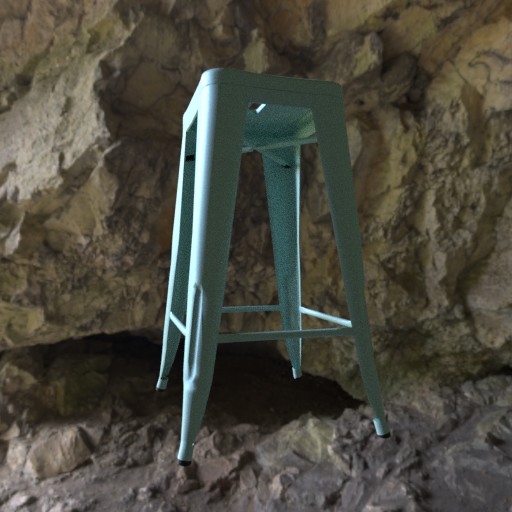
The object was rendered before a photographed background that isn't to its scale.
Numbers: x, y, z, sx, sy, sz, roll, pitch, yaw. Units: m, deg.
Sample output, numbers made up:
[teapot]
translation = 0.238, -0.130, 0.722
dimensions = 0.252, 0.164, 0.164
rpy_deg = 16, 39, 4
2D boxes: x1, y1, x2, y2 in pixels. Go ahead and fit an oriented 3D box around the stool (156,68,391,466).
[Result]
[stool]
translation = 0.000, 0.000, 0.874
dimensions = 0.359, 0.609, 0.399
rpy_deg = 0, 0, -18
